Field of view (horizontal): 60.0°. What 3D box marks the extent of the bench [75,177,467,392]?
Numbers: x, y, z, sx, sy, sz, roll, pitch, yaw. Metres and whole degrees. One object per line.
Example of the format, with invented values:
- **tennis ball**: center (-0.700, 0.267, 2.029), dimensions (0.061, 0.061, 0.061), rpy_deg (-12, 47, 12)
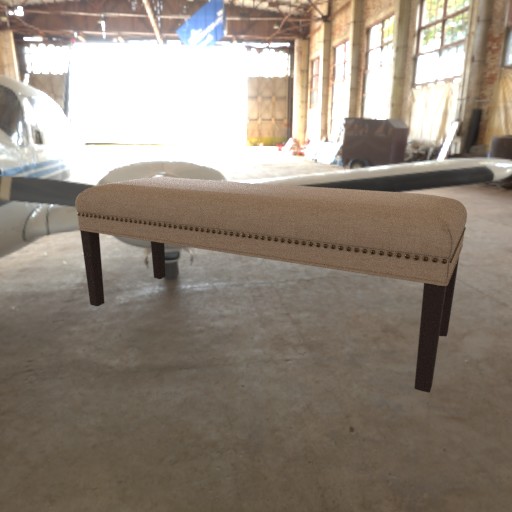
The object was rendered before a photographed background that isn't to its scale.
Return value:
- **bench**: center (0.000, 0.000, 1.478), dimensions (1.219, 0.457, 0.410), rpy_deg (9, 18, 27)
